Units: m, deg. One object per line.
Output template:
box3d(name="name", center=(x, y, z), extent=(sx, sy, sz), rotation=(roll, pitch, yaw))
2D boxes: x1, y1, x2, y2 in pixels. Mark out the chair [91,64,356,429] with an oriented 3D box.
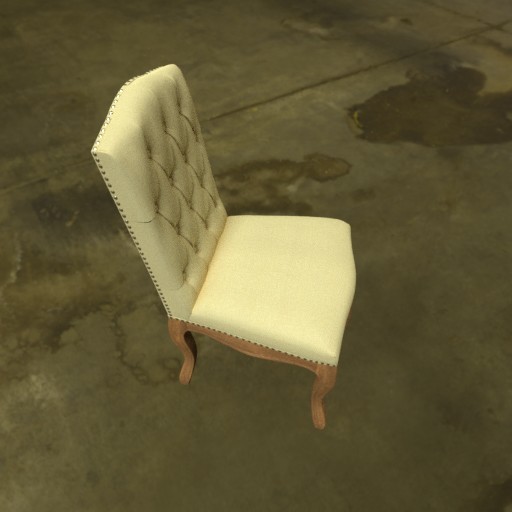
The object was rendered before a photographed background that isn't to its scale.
box3d(name="chair", center=(0.000, 0.000, 1.523), extent=(0.715, 1.165, 0.623), rotation=(9, 48, 8))
